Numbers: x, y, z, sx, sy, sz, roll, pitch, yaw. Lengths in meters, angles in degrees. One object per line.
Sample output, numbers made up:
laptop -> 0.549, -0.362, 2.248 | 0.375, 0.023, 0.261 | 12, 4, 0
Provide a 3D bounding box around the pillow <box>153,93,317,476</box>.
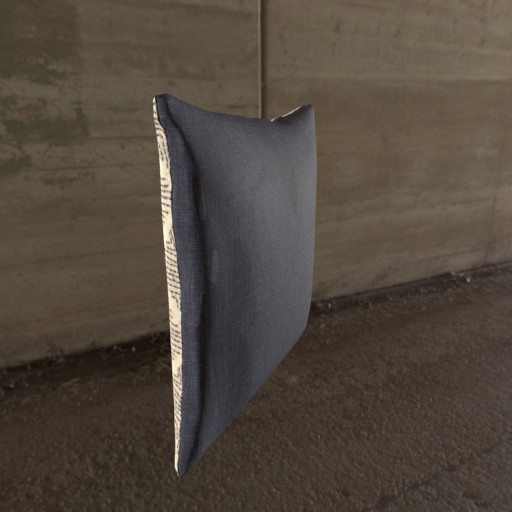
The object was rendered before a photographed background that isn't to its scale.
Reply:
pillow -> 0.000, 0.000, 0.767 | 0.145, 0.510, 0.510 | 8, 19, 24
